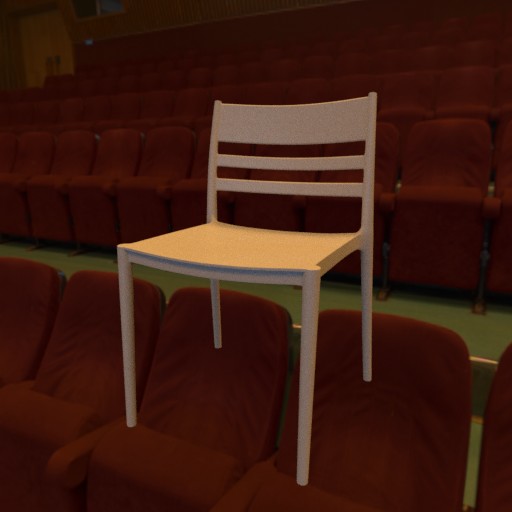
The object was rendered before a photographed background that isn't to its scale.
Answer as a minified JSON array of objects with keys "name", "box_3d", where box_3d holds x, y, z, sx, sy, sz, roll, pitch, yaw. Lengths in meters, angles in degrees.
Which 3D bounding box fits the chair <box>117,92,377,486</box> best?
[{"name":"chair","box_3d":[0.000,0.000,1.119,0.531,0.800,0.511,6,15,25]}]
